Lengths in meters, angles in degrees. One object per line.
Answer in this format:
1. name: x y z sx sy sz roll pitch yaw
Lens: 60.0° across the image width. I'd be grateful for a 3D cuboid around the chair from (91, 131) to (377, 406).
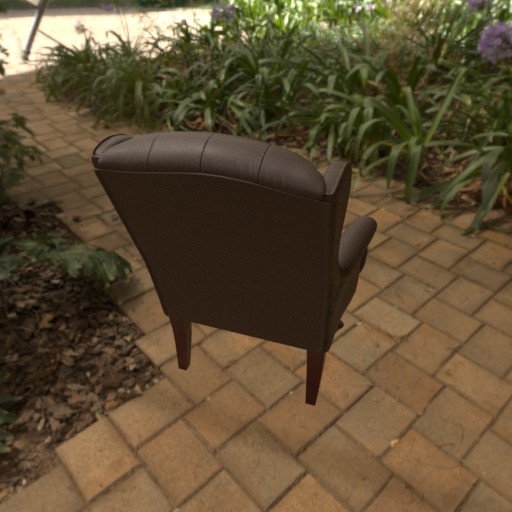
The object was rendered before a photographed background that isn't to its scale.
1. chair: 0.000 0.000 1.680 0.829 1.132 0.819 11 35 16
